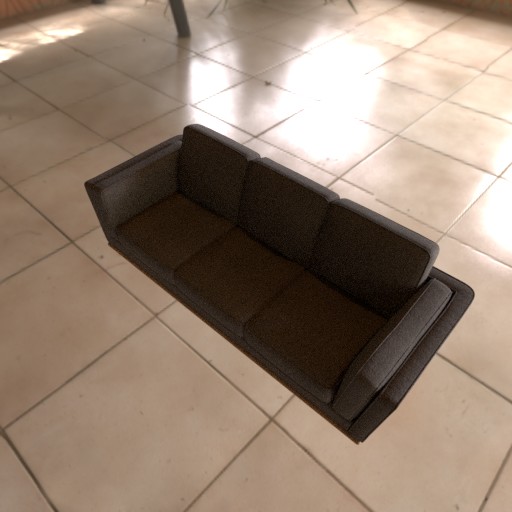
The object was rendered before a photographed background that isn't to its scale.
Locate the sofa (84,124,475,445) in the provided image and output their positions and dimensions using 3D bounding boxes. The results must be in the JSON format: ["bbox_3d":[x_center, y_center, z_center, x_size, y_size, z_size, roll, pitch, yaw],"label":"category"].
[{"bbox_3d":[0.000,0.000,2.793,2.362,0.899,0.903,33,54,28],"label":"sofa"}]
